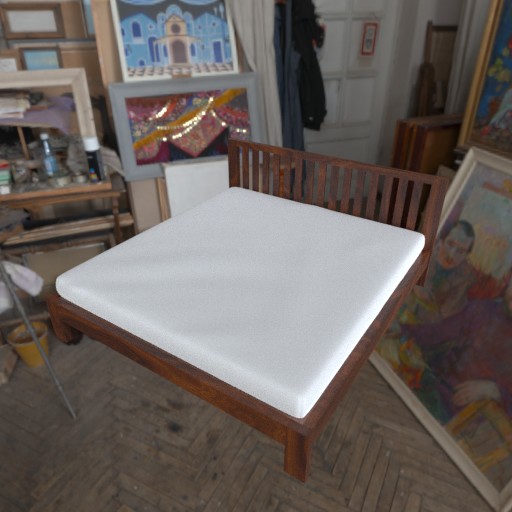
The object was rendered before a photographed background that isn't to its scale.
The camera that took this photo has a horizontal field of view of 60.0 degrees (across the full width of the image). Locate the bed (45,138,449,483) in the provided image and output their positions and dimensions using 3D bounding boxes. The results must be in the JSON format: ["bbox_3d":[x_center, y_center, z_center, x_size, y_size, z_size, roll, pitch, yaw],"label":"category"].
[{"bbox_3d":[0.000,0.000,3.055,1.905,0.890,2.030,18,35,29],"label":"bed"}]
